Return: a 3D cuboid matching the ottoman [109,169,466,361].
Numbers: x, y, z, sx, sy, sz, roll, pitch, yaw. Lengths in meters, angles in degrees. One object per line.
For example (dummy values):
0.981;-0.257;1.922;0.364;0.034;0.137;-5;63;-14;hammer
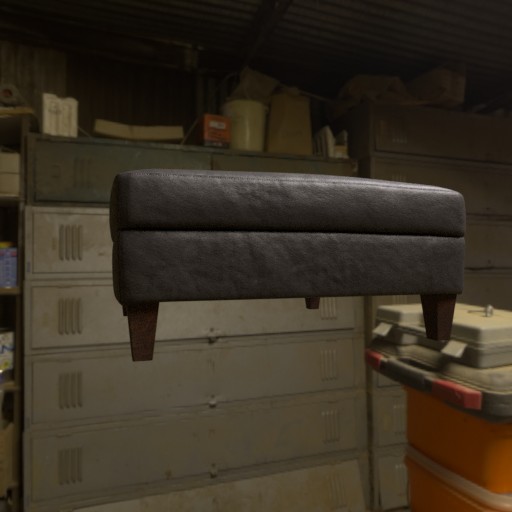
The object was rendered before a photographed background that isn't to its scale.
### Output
0.000;0.000;1.330;0.836;0.415;0.844;0;-1;-18;ottoman
